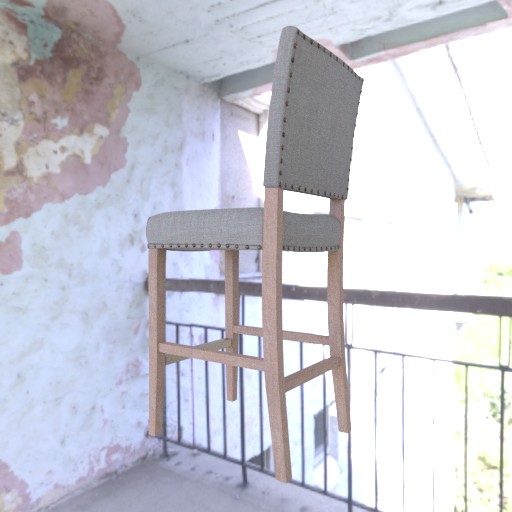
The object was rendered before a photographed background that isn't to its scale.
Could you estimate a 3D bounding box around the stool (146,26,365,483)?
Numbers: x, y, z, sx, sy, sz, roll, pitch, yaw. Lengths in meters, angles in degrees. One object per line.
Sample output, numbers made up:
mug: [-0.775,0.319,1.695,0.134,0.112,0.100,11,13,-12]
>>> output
stool: [0.000,0.000,1.450,0.585,1.173,0.445,1,2,36]
